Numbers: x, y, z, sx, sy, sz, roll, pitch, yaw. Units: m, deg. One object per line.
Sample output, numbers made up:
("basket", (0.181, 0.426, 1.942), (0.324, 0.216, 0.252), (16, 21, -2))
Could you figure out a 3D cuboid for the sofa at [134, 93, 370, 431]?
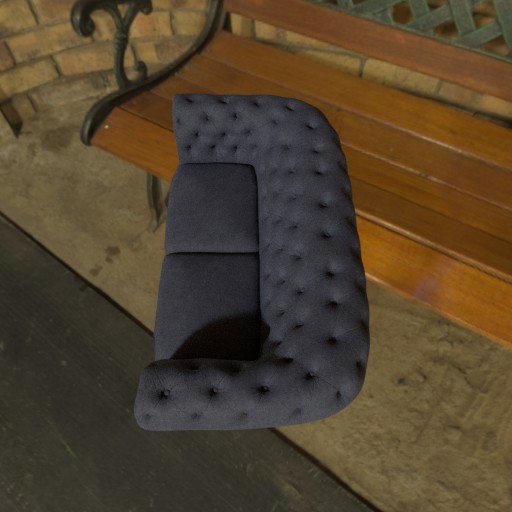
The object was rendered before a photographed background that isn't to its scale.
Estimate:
("sofa", (0.000, 0.000, 2.575), (1.082, 0.833, 1.988), (-1, 59, 0))
